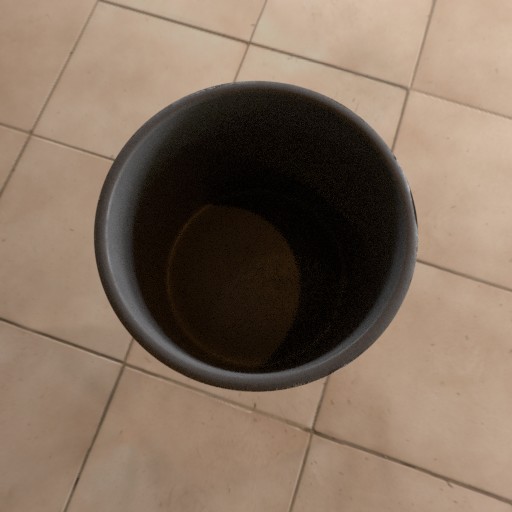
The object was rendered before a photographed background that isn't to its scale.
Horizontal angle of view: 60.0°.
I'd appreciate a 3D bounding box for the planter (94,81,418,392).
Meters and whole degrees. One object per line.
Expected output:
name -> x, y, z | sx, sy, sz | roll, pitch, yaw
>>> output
planter -> 0.000, 0.000, 0.446 | 0.254, 0.221, 0.254 | 0, 76, 0
